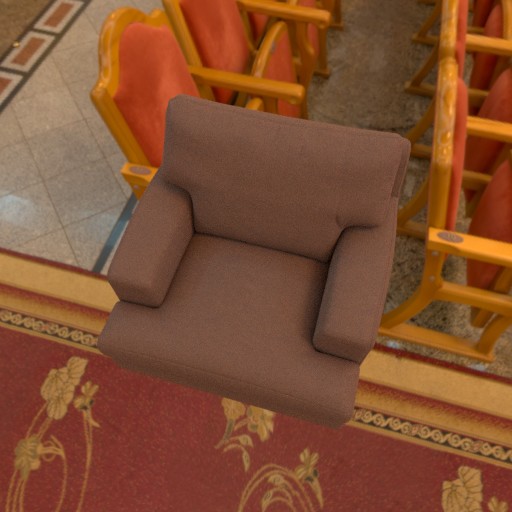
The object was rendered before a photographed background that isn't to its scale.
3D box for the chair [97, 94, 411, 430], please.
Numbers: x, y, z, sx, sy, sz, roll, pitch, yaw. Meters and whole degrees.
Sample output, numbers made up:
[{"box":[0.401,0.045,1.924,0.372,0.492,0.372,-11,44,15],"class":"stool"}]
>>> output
[{"box":[0.000,0.000,1.996,1.168,0.940,1.143,13,58,8],"class":"chair"}]
